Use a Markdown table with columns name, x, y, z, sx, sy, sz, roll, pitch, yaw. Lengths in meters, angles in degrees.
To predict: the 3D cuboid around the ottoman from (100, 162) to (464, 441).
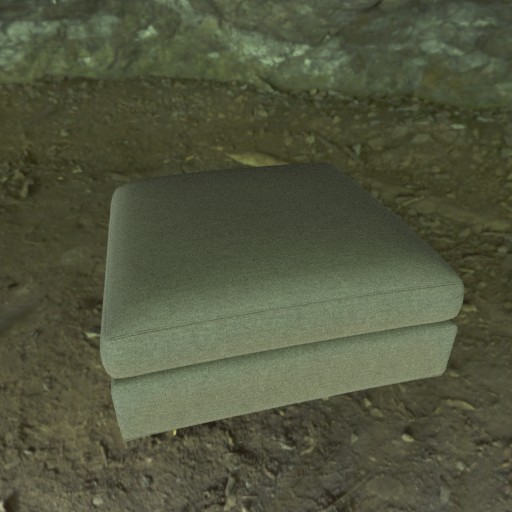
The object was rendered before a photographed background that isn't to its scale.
| name | x | y | z | sx | sy | sz | roll | pitch | yaw |
| --- | --- | --- | --- | --- | --- | --- | --- | --- | --- |
| ottoman | 0.000 | 0.000 | 1.644 | 1.041 | 0.470 | 1.041 | -7 | 32 | -12 |
